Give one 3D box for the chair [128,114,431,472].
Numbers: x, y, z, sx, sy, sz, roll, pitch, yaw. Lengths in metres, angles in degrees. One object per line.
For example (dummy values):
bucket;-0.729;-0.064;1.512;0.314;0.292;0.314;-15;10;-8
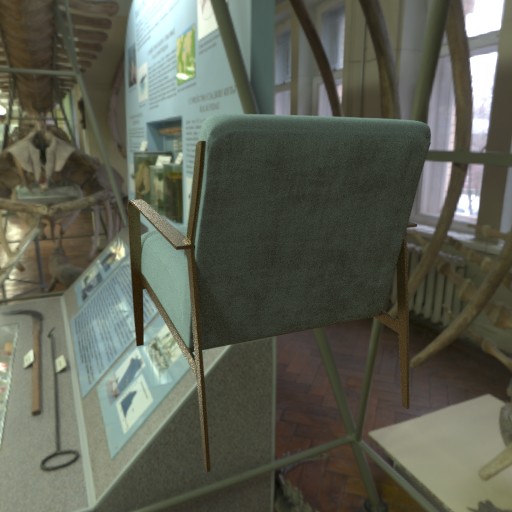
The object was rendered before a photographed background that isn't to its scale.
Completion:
chair;0.000;0.000;1.446;0.701;0.824;0.842;-6;15;-24
